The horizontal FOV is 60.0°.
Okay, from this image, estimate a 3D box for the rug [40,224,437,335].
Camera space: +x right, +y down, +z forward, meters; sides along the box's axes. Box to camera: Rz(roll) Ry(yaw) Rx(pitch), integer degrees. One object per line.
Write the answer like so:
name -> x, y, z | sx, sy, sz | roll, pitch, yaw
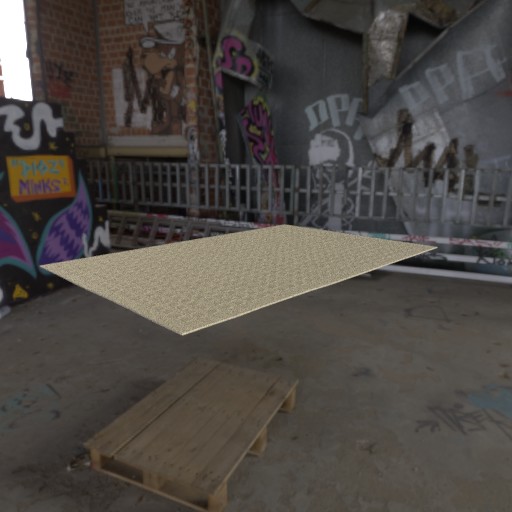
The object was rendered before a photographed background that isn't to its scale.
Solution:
rug -> 0.000, 0.000, 2.292 | 1.747, 0.006, 1.143 | -13, 18, -44
